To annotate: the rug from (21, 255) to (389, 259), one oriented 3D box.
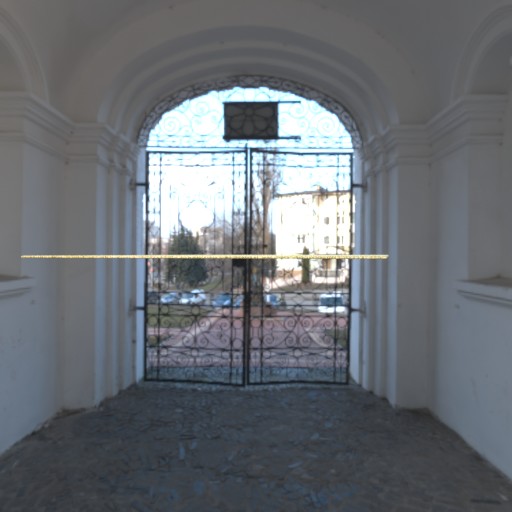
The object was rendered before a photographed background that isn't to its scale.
[{"bbox_3d":[0.000,0.000,4.237,2.425,0.016,3.198,0,0,17],"label":"rug"}]
